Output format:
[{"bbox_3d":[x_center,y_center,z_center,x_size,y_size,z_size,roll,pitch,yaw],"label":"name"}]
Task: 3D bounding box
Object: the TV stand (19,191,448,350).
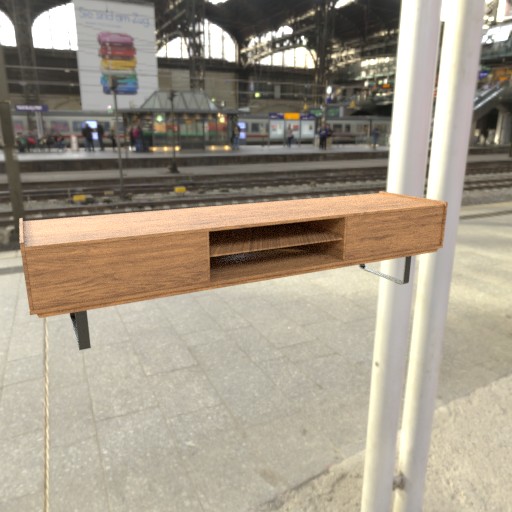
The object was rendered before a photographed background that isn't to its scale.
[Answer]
[{"bbox_3d":[0.000,0.000,1.948,1.796,0.415,0.467,-8,17,-26],"label":"TV stand"}]
